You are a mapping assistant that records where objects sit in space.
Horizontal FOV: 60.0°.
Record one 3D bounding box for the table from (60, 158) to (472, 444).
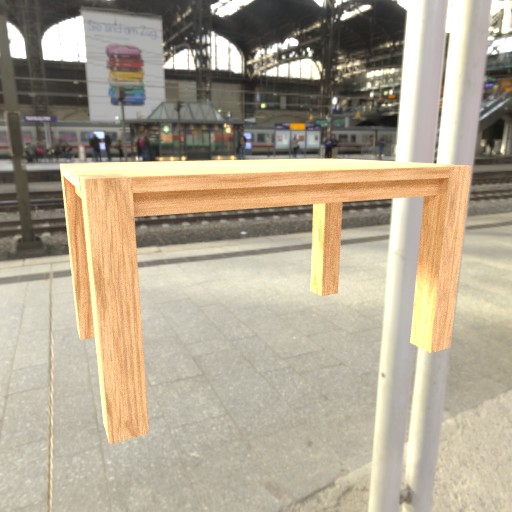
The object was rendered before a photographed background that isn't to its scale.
[{"bbox_3d":[0.000,0.000,1.877,1.400,0.760,0.900,-7,16,-26],"label":"table"}]
